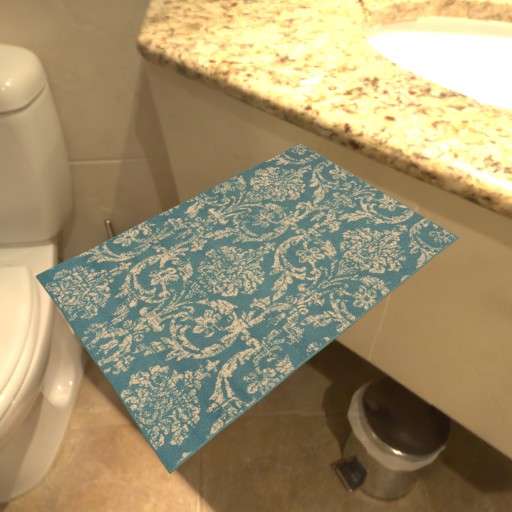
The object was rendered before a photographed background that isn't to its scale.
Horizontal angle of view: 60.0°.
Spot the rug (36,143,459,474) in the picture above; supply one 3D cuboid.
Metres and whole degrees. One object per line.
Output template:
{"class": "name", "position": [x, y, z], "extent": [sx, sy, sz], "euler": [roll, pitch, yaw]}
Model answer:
{"class": "rug", "position": [0.000, 0.000, 2.282], "extent": [1.833, 0.012, 1.211], "euler": [-32, 54, -27]}
